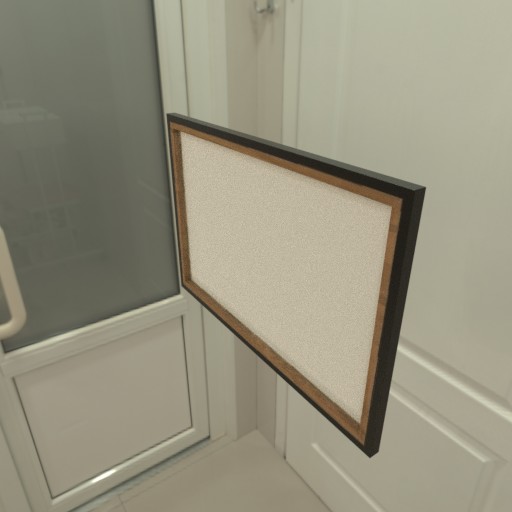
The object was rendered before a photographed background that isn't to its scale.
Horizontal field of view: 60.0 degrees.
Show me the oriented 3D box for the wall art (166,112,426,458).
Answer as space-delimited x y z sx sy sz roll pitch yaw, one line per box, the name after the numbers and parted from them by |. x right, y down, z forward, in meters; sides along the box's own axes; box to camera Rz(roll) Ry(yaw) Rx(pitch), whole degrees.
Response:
0.000 0.000 0.852 0.022 0.446 0.659 -18 32 -31 | wall art
